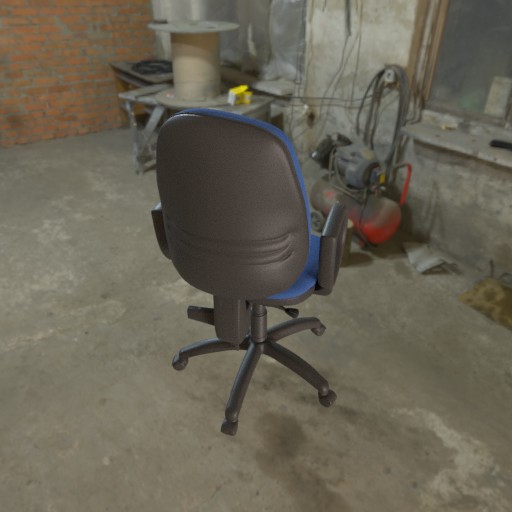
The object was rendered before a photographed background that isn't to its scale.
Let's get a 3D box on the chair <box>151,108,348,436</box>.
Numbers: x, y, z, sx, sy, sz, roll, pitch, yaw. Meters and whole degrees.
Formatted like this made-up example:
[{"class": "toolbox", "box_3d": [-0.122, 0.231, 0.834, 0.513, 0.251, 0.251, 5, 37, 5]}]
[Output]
[{"class": "chair", "box_3d": [0.000, 0.000, 1.241, 0.552, 0.905, 0.549, 10, 33, 15]}]
